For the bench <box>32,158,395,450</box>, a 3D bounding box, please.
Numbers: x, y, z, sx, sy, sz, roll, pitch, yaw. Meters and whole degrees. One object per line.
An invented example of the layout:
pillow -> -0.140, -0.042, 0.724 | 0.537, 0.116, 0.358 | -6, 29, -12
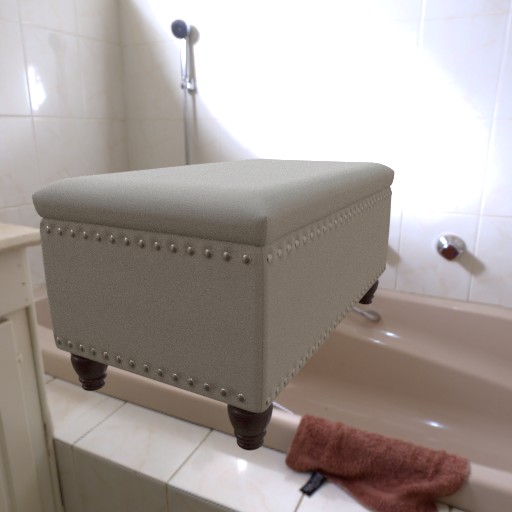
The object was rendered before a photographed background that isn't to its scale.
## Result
bench -> 0.000, 0.000, 1.150 | 0.500, 0.449, 0.887 | 8, 17, 27
